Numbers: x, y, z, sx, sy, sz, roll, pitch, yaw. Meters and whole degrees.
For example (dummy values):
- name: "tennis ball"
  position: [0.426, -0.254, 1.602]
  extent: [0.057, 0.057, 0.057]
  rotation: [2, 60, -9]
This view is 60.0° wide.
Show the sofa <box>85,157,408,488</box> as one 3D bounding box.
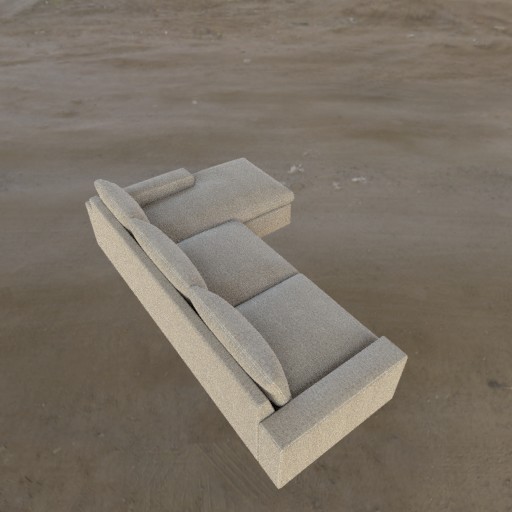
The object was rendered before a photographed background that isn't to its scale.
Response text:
- name: "sofa"
  position: [0.000, 0.000, 3.474]
  extent: [1.689, 0.813, 2.718]
  rotation: [-26, 48, -26]
